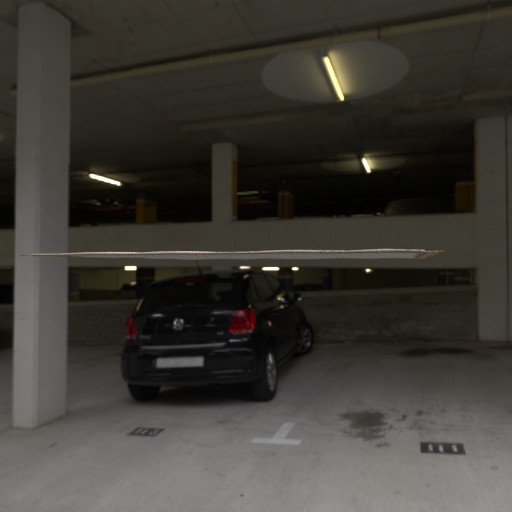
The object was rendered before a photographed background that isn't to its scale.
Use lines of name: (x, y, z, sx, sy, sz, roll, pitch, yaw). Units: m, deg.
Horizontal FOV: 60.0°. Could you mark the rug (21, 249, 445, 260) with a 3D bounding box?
rug: (0.000, 0.000, 4.091, 3.061, 0.034, 2.426, 0, -1, 19)
